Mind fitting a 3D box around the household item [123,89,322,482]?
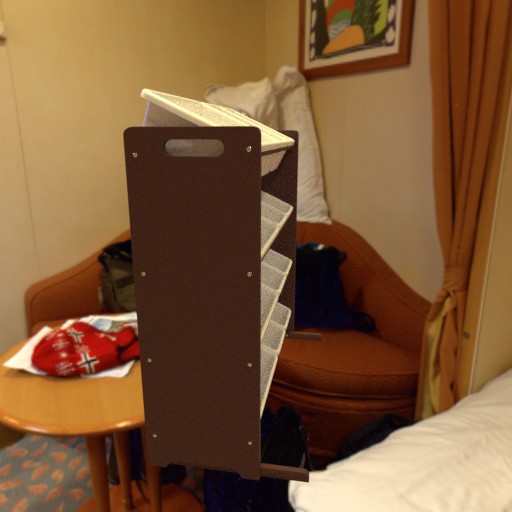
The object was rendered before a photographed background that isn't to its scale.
[{"bbox_3d":[0.000,0.000,1.301,0.389,0.864,0.787,3,16,10],"label":"household item"}]
